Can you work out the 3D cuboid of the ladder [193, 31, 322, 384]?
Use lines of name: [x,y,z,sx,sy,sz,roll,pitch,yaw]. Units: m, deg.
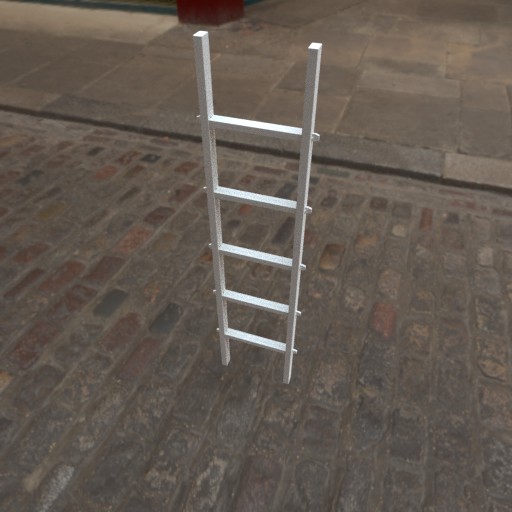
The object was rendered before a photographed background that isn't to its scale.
ladder: [0.000,0.000,1.965,0.452,1.797,0.051,13,44,14]
